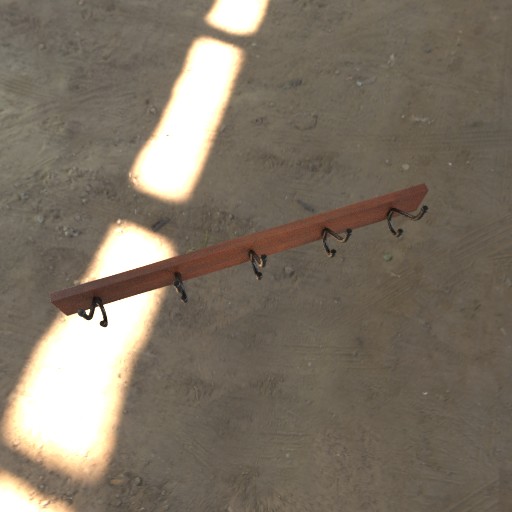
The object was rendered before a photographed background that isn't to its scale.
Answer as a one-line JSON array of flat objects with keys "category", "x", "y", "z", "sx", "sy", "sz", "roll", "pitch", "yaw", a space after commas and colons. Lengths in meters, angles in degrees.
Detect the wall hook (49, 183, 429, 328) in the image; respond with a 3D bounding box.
[{"category": "wall hook", "x": 0.000, "y": 0.000, "z": 0.631, "sx": 0.571, "sy": 0.117, "sz": 0.071, "roll": -17, "pitch": 65, "yaw": -8}]
